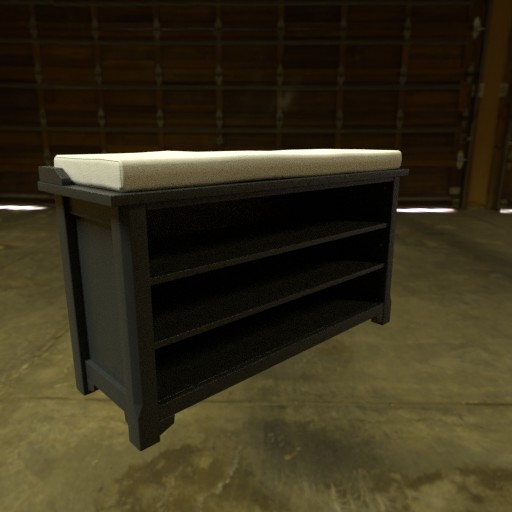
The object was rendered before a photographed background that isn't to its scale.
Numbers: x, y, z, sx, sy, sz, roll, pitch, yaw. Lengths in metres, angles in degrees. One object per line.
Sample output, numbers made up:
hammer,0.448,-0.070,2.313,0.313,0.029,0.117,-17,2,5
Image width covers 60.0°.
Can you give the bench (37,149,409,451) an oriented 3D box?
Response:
bench,0.000,0.000,1.214,0.973,0.561,0.345,-14,20,-42
